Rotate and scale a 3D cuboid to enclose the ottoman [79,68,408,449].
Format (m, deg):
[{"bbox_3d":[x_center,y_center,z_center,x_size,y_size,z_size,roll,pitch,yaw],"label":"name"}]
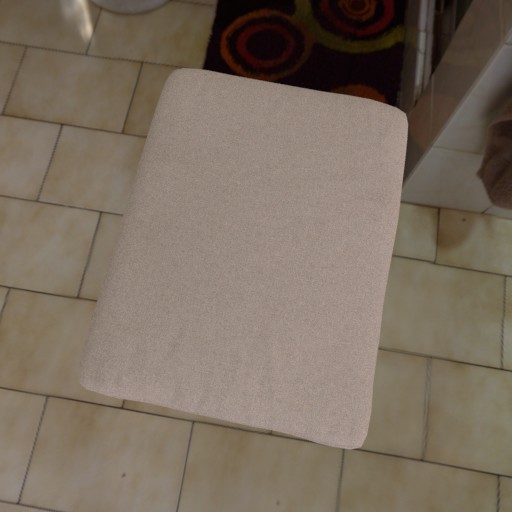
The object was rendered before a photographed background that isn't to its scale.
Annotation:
[{"bbox_3d":[0.000,0.000,1.301,0.692,0.511,0.902,11,75,3],"label":"ottoman"}]
